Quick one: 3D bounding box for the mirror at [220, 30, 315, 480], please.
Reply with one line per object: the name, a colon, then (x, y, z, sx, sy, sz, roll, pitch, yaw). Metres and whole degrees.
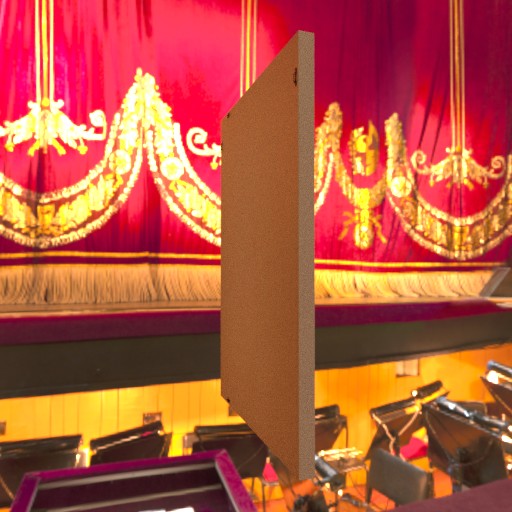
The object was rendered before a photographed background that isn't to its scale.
mirror: (0.000, 0.000, 1.192, 0.041, 0.915, 0.609, 0, -1, -20)
